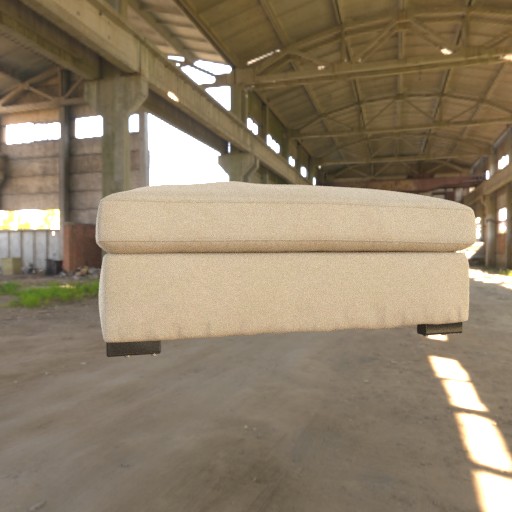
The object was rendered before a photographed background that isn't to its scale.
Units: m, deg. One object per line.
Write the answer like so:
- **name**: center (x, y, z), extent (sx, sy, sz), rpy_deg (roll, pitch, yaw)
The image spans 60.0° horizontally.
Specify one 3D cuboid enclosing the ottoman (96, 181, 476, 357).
- **ottoman**: center (0.000, 0.000, 1.860), extent (1.205, 0.522, 1.190), rpy_deg (0, 1, -16)
